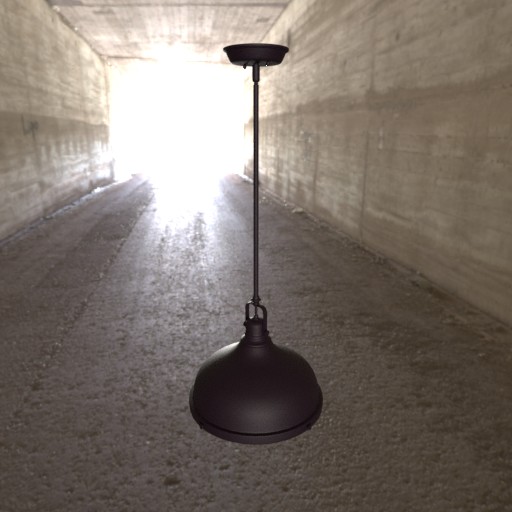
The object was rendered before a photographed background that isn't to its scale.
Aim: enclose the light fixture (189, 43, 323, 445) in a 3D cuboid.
[{"bbox_3d":[0.000,0.000,0.992,0.341,0.849,0.341,-15,22,-42],"label":"light fixture"}]
